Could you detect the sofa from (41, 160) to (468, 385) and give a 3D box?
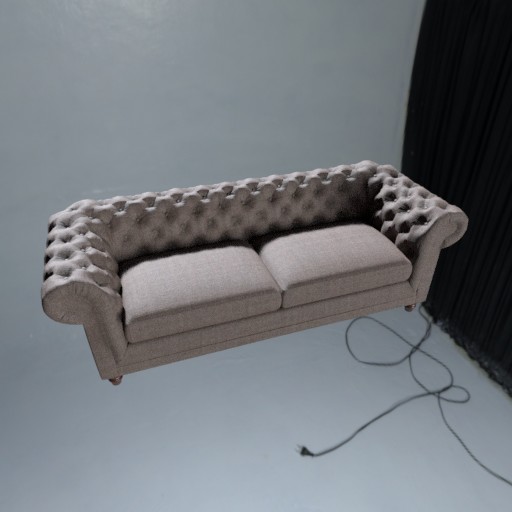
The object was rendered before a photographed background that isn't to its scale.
[{"bbox_3d":[0.000,0.000,2.830,2.385,0.787,0.944,-11,35,-16],"label":"sofa"}]
